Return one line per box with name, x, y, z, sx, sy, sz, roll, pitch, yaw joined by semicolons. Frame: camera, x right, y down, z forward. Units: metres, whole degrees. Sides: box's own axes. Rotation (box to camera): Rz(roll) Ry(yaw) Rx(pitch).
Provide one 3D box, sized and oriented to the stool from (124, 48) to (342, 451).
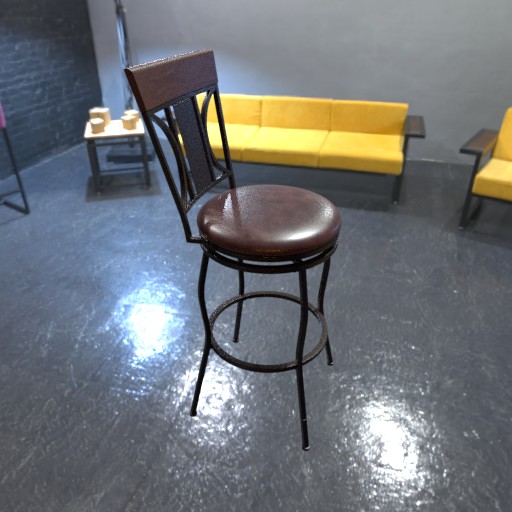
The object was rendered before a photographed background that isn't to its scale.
stool;0.000;0.000;1.390;0.513;1.130;0.448;10;32;17
